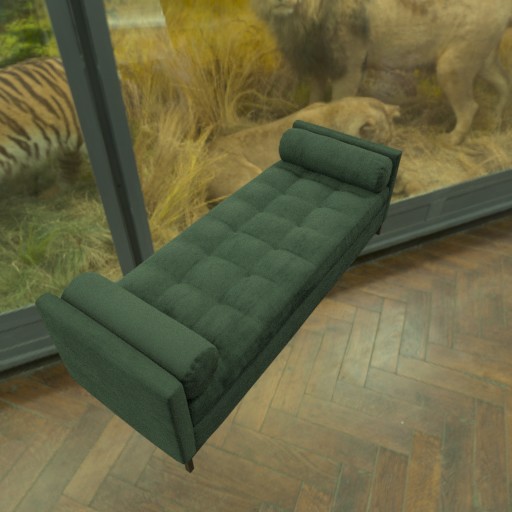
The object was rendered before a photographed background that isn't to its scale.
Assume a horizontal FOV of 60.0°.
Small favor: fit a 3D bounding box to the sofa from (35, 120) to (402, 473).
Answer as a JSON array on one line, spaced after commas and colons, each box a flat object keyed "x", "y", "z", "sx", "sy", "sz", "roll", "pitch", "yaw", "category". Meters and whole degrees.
[{"x": 0.000, "y": 0.000, "z": 2.503, "sx": 0.817, "sy": 0.681, "sz": 2.130, "roll": 26, "pitch": 48, "yaw": 26, "category": "sofa"}]
